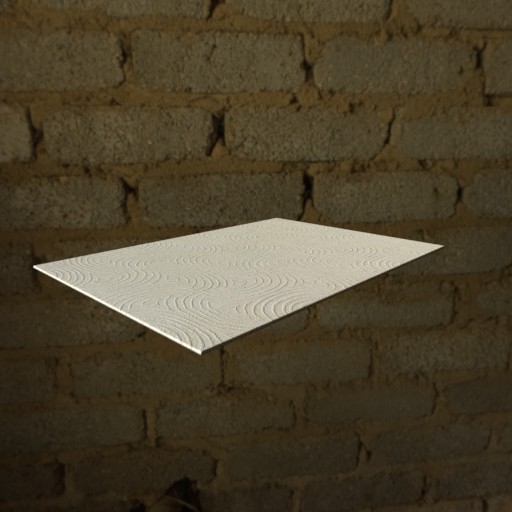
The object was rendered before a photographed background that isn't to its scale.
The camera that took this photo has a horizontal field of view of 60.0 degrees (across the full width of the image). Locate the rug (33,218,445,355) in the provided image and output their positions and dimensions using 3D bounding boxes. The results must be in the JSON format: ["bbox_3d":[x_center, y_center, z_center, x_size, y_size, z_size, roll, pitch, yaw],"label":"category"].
[{"bbox_3d":[0.000,0.000,2.794,1.526,0.015,2.132,14,21,42],"label":"rug"}]
